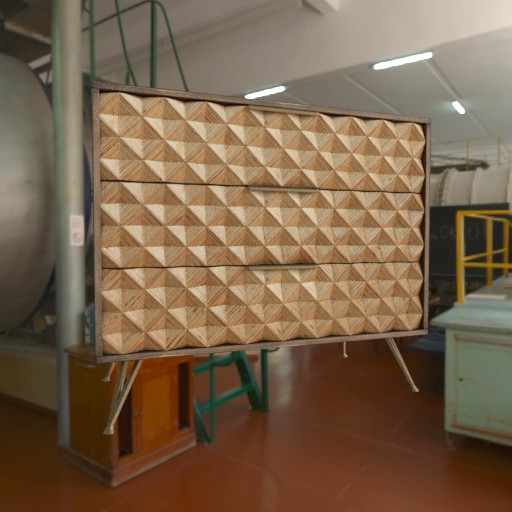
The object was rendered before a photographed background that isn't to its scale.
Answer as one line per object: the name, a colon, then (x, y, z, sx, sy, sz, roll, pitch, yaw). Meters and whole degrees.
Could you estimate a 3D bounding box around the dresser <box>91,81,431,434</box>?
dresser: (0.000, 0.000, 1.350, 0.923, 0.801, 0.453, -1, 2, -19)
